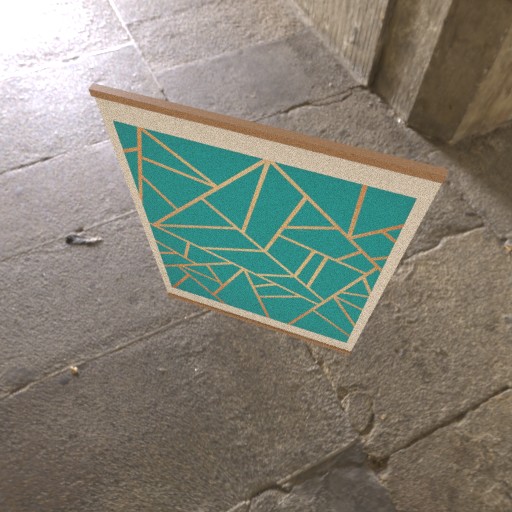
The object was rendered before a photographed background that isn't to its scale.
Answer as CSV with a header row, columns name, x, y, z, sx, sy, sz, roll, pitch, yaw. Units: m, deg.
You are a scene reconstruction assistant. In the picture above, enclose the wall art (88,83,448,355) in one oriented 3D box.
name,x,y,z,sx,sy,sz,roll,pitch,yaw
wall art,0.000,0.000,0.801,0.459,0.608,0.012,17,60,10
